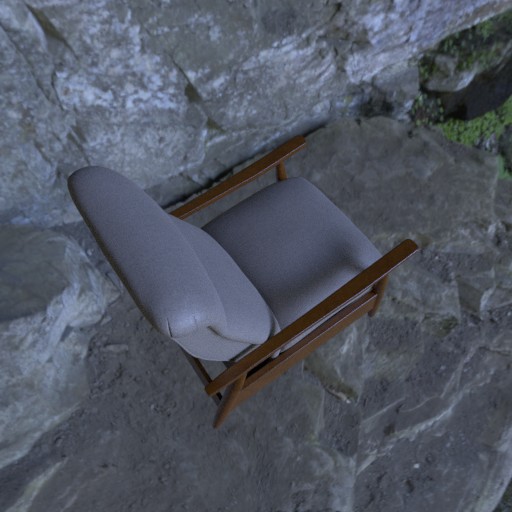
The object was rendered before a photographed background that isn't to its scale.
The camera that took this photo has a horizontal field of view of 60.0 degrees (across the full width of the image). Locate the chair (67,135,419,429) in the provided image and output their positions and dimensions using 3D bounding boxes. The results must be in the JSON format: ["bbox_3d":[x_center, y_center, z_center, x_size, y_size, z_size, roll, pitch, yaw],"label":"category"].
[{"bbox_3d":[0.000,0.000,1.805,1.032,1.082,0.762,-31,64,-17],"label":"chair"}]
